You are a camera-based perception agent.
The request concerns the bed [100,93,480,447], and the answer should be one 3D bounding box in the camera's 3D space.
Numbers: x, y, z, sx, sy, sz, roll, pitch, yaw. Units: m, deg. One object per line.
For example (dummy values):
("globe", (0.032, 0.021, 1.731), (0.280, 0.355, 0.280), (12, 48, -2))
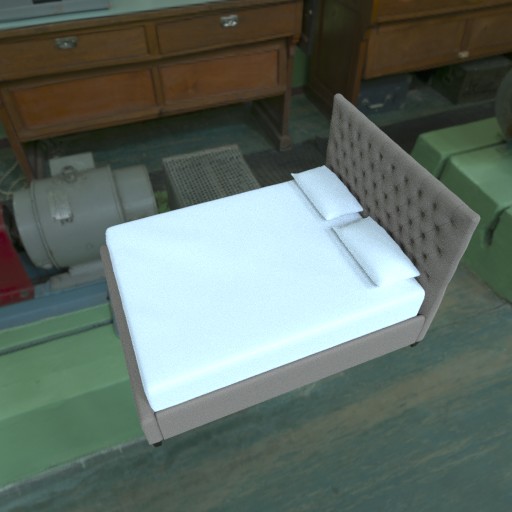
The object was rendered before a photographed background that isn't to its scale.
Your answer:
("bed", (0.000, 0.000, 3.364), (2.233, 1.426, 1.696), (-17, 49, -15))
